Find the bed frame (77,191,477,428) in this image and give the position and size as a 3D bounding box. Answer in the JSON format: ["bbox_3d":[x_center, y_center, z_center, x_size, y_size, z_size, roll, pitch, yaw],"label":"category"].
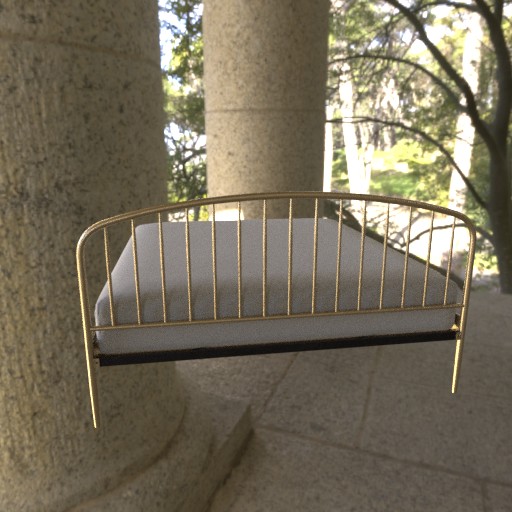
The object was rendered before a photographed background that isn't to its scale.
[{"bbox_3d":[0.000,0.000,3.277,2.016,1.174,2.152,-2,15,-9],"label":"bed frame"}]
